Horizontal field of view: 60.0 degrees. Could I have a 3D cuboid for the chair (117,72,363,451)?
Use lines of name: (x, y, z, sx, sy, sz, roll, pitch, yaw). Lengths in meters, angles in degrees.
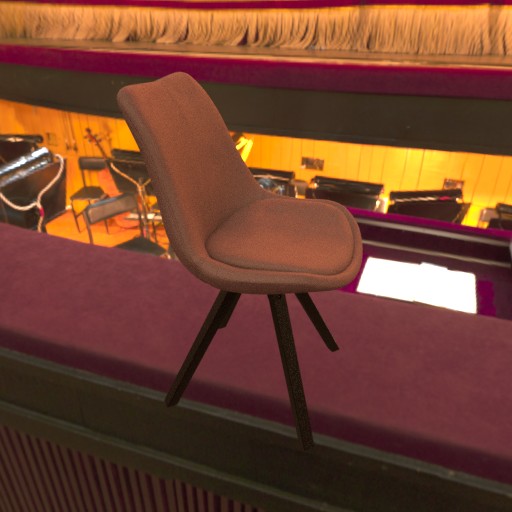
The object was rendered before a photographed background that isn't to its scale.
chair: (0.000, 0.000, 1.182, 0.547, 0.865, 0.483, 9, 31, 16)
